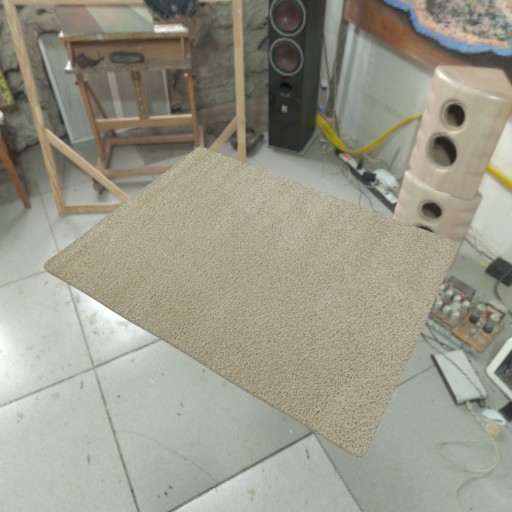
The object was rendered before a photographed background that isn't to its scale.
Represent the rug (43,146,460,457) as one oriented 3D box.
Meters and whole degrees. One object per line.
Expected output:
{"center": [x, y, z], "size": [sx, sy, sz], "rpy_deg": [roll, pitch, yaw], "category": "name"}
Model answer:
{"center": [0.000, 0.000, 2.105], "size": [1.600, 0.025, 1.199], "rpy_deg": [25, 51, 22], "category": "rug"}
